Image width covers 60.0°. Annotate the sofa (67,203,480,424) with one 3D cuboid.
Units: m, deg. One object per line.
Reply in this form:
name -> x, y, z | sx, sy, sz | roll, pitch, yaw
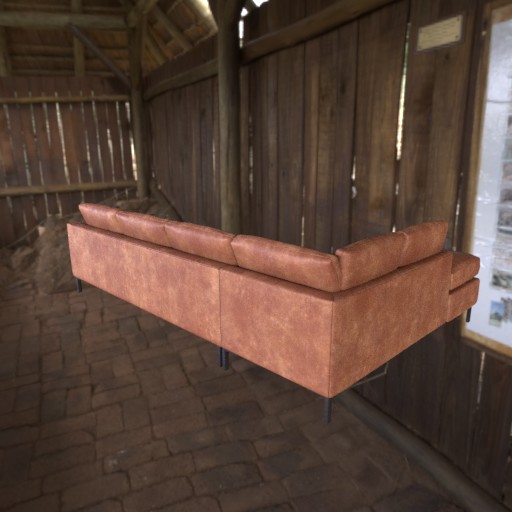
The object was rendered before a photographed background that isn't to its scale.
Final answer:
sofa -> 0.000, 0.000, 3.753 | 2.984, 0.877, 1.938 | 14, 20, 43
